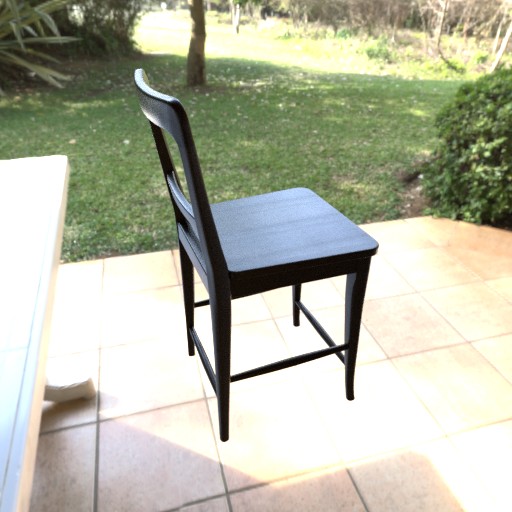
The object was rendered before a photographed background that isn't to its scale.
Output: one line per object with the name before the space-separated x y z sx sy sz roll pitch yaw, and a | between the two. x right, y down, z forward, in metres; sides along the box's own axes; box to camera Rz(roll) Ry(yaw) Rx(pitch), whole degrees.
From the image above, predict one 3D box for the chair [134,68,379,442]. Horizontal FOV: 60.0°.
chair | 0.000 0.000 1.292 0.546 0.991 0.450 -12 33 -18
